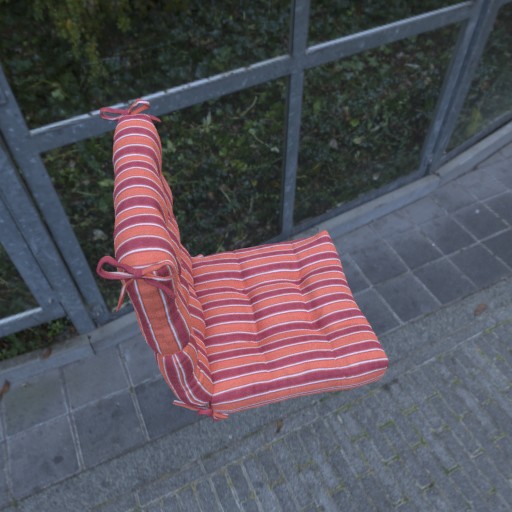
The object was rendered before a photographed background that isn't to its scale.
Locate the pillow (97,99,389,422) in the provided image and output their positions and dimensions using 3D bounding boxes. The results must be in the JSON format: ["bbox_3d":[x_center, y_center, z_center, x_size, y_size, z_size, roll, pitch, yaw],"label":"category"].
[{"bbox_3d":[0.000,0.000,1.022,0.571,0.605,0.519,-9,48,-9],"label":"pillow"}]
